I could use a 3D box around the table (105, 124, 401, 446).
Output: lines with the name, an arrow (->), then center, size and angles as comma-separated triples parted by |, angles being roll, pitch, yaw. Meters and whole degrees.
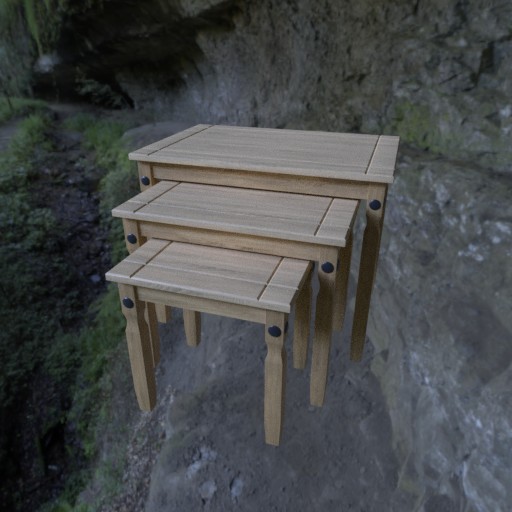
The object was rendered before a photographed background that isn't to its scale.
table -> 0.000, 0.000, 1.210 | 0.660, 0.535, 0.773 | 8, 28, 16
